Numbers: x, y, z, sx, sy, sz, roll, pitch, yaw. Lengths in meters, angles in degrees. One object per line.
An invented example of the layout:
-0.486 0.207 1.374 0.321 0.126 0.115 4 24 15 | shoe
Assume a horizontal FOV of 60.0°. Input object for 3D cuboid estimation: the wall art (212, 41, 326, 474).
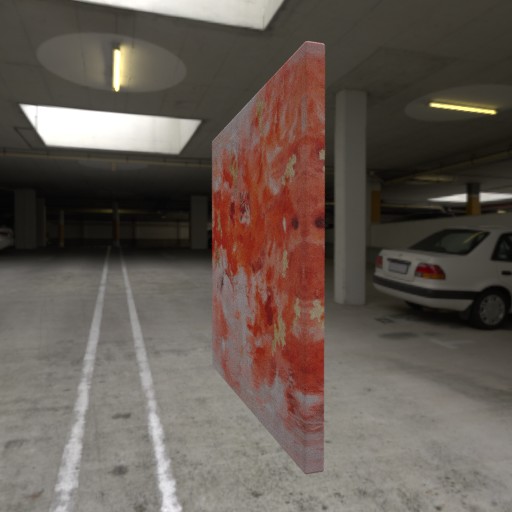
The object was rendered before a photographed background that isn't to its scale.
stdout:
0.000 0.000 1.124 0.064 0.746 0.747 0 1 -18 | wall art
